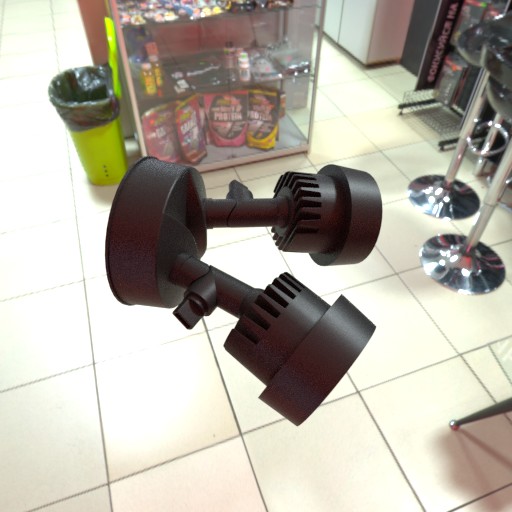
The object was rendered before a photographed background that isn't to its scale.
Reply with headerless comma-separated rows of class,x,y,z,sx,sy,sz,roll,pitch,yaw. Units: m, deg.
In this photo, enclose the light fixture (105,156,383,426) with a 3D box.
light fixture,0.000,0.000,0.313,0.168,0.120,0.213,10,47,9
